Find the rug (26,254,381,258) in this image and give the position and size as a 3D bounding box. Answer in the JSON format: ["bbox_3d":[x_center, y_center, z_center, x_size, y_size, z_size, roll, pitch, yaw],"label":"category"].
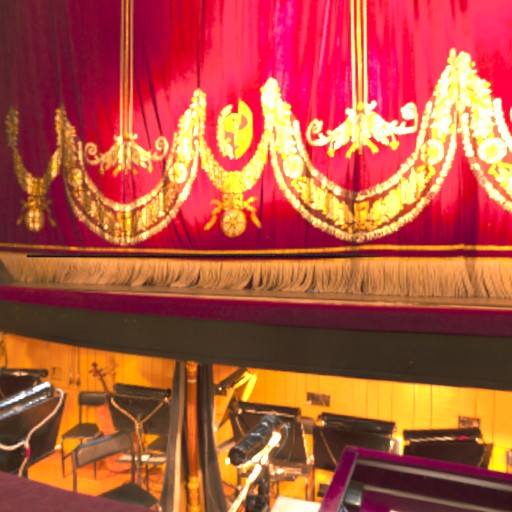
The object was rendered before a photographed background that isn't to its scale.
[{"bbox_3d":[0.000,0.000,3.059,1.526,0.015,2.441,0,0,19],"label":"rug"}]
